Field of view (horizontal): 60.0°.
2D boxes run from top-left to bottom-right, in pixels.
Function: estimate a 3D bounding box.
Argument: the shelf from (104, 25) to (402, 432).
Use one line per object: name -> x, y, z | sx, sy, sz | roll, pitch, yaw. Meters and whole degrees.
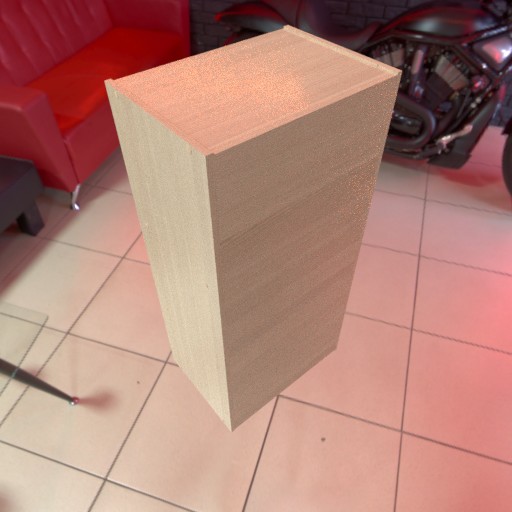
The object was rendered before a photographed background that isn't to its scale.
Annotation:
shelf -> 0.000, 0.000, 1.066 | 0.417, 0.876, 0.292 | -31, 53, -26
